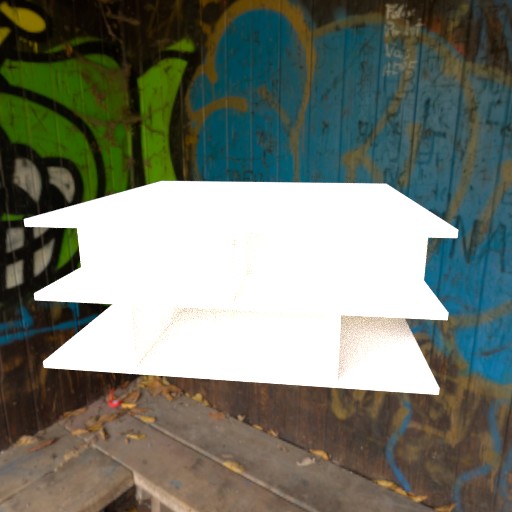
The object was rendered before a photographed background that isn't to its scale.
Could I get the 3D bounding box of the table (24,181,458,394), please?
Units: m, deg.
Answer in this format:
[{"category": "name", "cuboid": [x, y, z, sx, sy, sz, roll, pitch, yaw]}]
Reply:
[{"category": "table", "cuboid": [0.000, 0.000, 1.078, 0.700, 0.289, 0.700, 2, 15, 7]}]
